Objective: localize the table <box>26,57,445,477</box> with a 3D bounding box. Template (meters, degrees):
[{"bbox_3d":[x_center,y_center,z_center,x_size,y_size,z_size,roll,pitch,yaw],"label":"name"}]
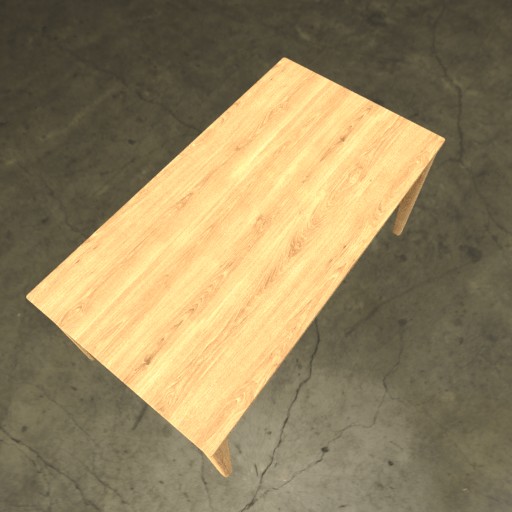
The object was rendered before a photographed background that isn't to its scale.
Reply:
[{"bbox_3d":[0.000,0.000,2.038,0.900,0.760,1.600,34,68,16],"label":"table"}]
